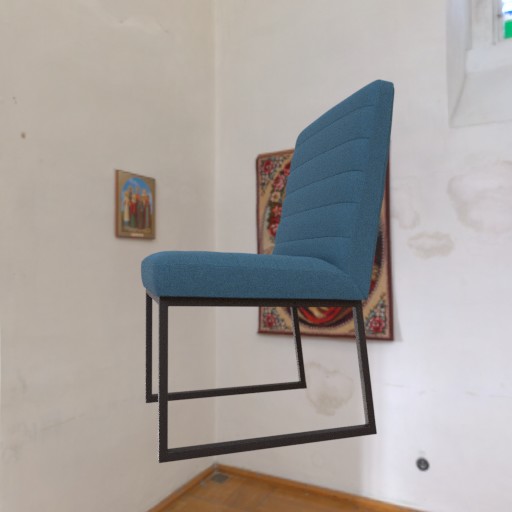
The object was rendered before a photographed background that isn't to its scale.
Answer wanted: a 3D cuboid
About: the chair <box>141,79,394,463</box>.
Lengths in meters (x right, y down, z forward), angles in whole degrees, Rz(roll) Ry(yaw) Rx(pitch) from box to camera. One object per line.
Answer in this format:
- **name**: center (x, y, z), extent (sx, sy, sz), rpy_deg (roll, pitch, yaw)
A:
- **chair**: center (0.000, 0.000, 1.301), extent (0.634, 0.930, 0.520), rpy_deg (0, -1, -18)
